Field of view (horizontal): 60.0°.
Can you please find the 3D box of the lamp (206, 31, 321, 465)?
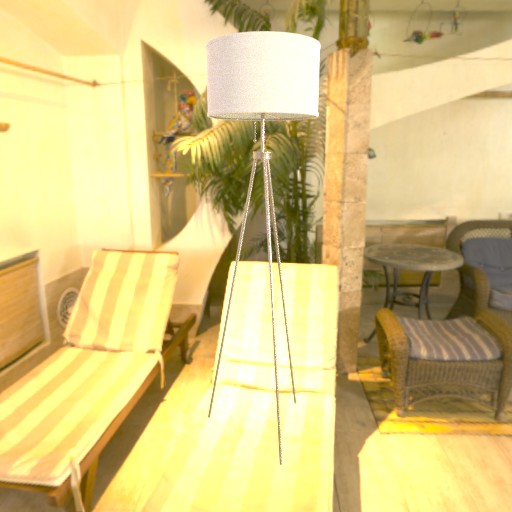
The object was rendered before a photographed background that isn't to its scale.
[{"bbox_3d":[0.000,0.000,1.763,0.458,1.545,0.448,2,13,8],"label":"lamp"}]
